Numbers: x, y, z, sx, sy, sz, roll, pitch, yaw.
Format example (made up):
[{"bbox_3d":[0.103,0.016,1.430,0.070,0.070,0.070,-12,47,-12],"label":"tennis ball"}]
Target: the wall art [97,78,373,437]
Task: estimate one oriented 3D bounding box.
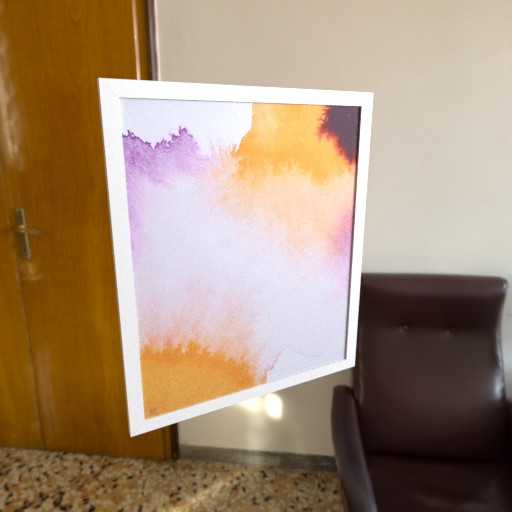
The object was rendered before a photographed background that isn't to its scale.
[{"bbox_3d":[0.000,0.000,0.777,0.482,0.557,0.012,-8,18,-28],"label":"wall art"}]
